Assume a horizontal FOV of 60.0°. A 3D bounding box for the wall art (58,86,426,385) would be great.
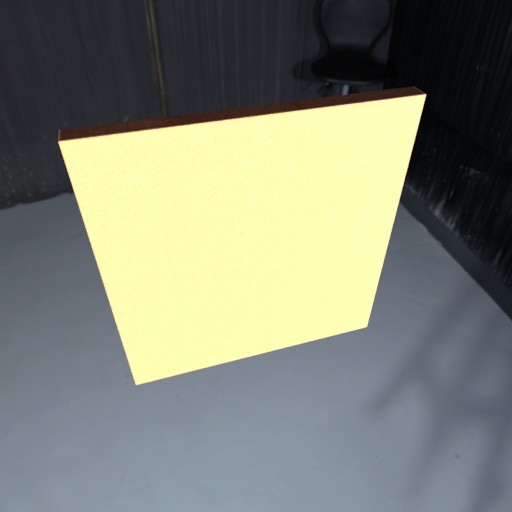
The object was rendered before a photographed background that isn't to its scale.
[{"bbox_3d":[0.000,0.000,0.844,0.554,0.572,0.037,-11,42,-13],"label":"wall art"}]
